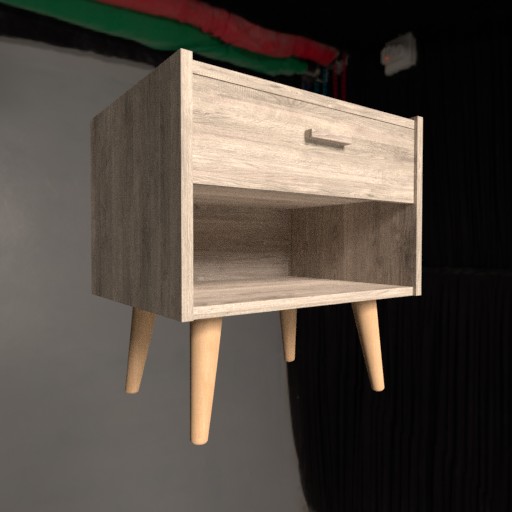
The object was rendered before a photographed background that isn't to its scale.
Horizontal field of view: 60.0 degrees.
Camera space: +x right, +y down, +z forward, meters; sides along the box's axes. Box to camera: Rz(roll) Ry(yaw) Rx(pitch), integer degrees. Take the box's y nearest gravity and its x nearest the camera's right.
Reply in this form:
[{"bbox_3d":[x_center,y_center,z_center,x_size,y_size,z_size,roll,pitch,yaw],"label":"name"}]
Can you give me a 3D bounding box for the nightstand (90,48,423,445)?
[{"bbox_3d":[0.000,0.000,0.811,0.480,0.500,0.380,-1,2,-36],"label":"nightstand"}]
